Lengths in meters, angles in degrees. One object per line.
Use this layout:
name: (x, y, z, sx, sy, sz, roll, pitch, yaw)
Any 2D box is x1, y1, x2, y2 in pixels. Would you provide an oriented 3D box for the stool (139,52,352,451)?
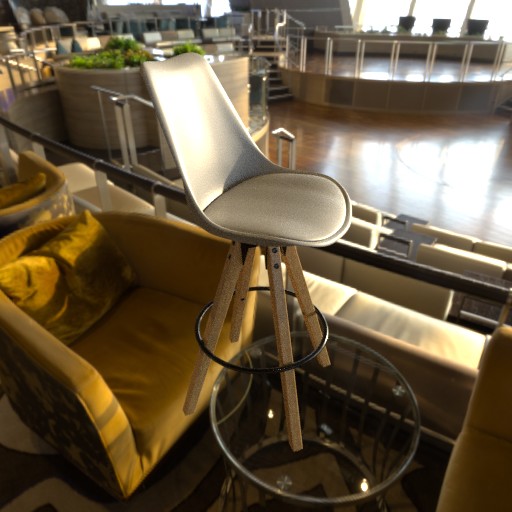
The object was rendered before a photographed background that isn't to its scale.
stool: (0.000, 0.000, 1.377, 0.550, 1.115, 0.485, 11, 32, 18)
